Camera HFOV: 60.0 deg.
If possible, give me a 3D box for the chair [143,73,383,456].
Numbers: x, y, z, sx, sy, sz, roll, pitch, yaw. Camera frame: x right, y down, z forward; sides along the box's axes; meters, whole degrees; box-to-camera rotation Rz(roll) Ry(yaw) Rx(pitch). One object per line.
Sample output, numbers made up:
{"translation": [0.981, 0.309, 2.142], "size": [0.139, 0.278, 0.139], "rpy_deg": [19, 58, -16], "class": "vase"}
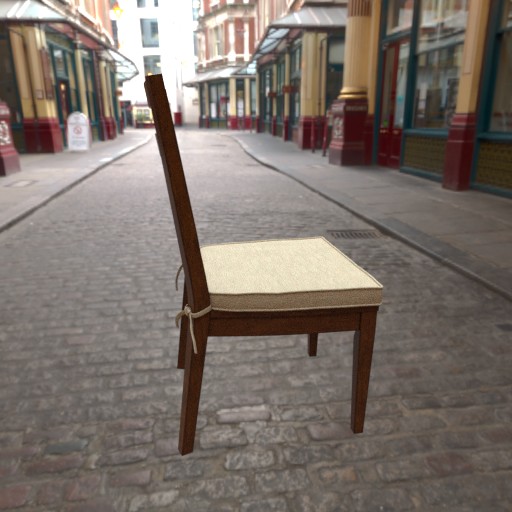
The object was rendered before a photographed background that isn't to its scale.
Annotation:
{"translation": [0.000, 0.000, 1.348], "size": [0.595, 0.979, 0.593], "rpy_deg": [-3, 17, -10], "class": "chair"}
